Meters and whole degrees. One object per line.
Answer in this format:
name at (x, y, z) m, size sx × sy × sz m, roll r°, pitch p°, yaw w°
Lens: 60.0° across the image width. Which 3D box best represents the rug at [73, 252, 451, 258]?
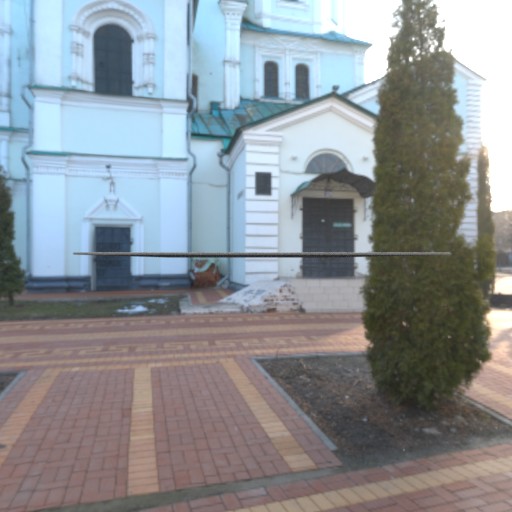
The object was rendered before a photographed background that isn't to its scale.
rug at (0.000, 0.000, 2.337) m, size 1.220 × 0.007 × 1.828 m, roll 0°, pitch -1°, yaw -2°
